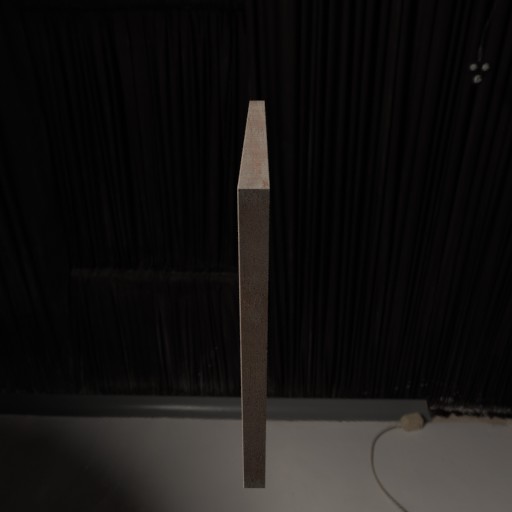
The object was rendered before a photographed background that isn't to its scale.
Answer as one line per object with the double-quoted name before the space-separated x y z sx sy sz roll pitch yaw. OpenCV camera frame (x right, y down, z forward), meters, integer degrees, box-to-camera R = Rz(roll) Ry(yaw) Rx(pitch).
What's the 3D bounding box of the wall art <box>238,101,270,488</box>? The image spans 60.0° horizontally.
"wall art" 0.000 0.000 1.788 0.070 1.009 1.320 0 27 0
